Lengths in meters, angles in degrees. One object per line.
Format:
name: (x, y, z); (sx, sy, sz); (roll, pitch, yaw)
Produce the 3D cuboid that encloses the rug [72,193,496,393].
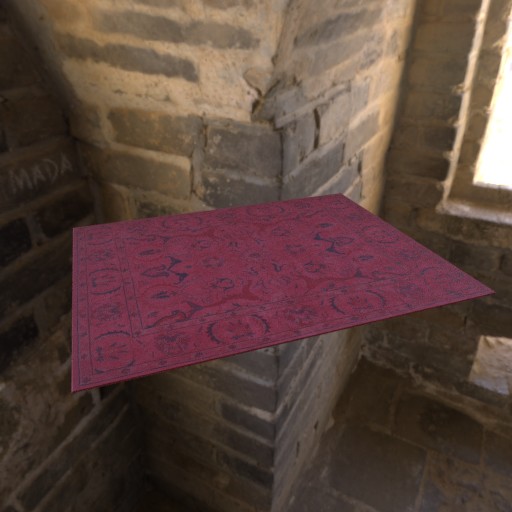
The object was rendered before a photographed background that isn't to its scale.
rug: (0.000, 0.000, 3.771); (2.929, 0.012, 2.300); (-10, 29, -18)
